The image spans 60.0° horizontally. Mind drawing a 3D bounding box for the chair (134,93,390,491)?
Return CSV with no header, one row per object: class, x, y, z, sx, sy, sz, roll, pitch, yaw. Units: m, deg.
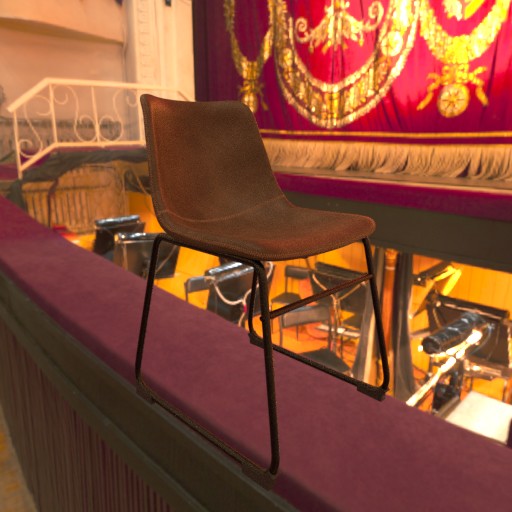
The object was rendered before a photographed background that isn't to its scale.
chair,0.000,0.000,1.112,0.551,0.780,0.460,14,20,43
